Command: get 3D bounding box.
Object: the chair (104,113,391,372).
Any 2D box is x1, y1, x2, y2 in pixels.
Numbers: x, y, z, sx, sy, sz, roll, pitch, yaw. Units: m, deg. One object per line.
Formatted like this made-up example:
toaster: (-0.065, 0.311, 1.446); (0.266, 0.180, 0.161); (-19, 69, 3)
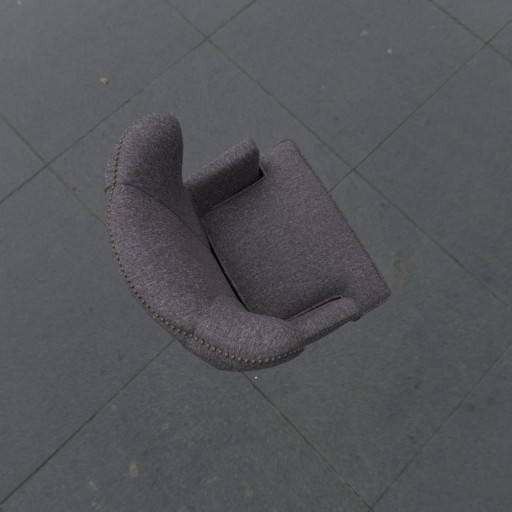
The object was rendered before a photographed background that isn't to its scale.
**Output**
chair: (0.000, 0.000, 1.611); (0.758, 1.060, 0.759); (-29, 77, -7)
